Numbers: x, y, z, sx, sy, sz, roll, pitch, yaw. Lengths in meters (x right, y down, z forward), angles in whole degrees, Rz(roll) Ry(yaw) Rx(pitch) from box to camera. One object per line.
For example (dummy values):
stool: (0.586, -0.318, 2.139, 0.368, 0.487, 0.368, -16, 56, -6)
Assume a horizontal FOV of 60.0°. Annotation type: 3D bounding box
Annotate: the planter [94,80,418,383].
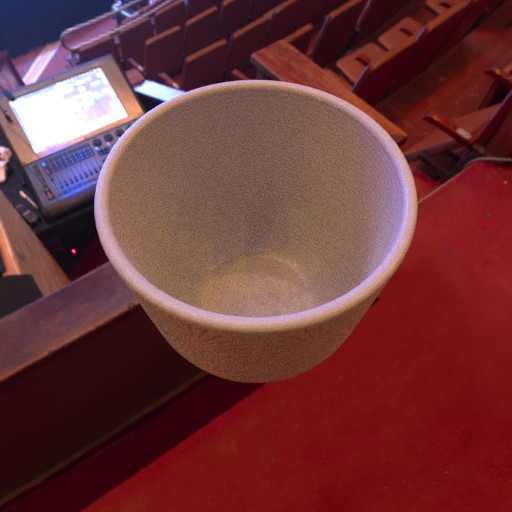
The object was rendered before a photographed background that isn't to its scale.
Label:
planter: (0.000, 0.000, 0.299, 0.170, 0.152, 0.170, 0, 58, 0)
